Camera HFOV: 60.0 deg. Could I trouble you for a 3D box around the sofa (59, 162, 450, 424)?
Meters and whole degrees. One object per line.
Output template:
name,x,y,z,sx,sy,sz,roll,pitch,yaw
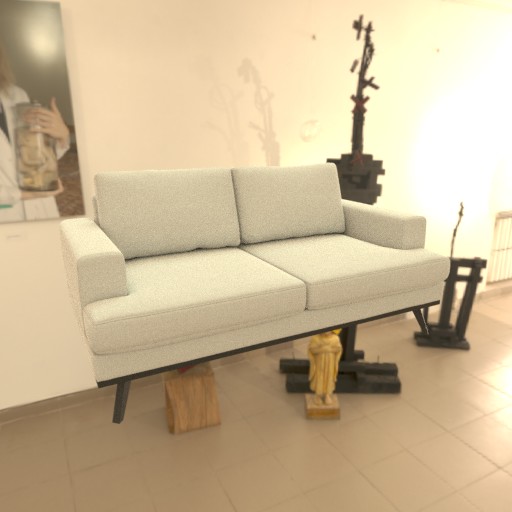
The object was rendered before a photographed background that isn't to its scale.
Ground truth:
sofa,0.000,0.000,2.130,1.650,0.810,0.920,-8,18,-26
